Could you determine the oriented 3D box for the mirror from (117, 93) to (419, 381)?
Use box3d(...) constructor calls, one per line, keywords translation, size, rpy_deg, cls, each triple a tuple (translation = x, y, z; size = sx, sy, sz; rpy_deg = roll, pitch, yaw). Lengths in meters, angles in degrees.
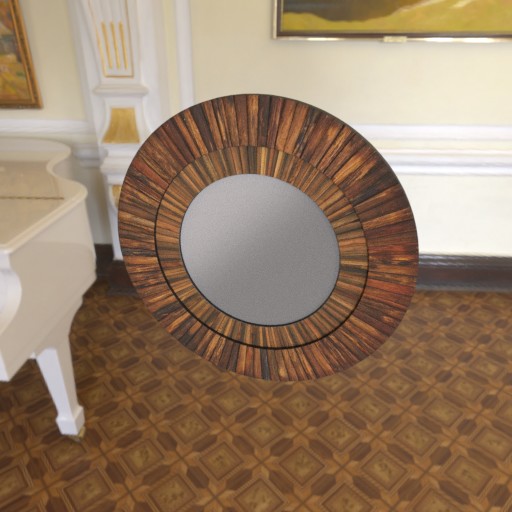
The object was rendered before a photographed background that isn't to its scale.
box3d(translation=(0.000, 0.000, 1.561), size=(1.077, 1.077, 0.036), rpy_deg=(8, 27, 15), cls="mirror")
